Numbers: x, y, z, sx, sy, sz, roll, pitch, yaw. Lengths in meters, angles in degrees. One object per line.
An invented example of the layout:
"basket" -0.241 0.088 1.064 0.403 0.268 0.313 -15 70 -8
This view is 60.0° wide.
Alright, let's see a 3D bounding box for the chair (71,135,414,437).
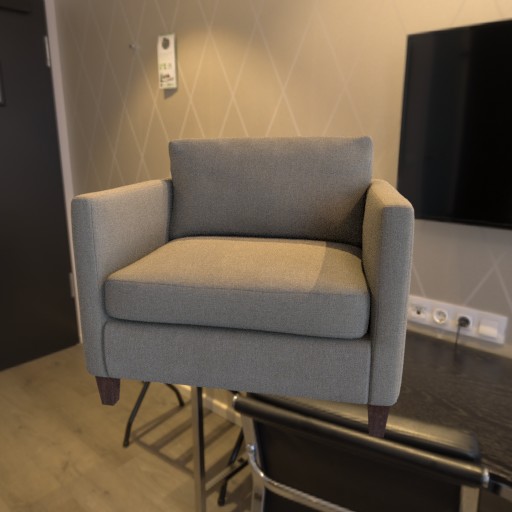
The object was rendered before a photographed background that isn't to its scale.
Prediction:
"chair" 0.000 0.000 1.819 1.107 0.963 0.959 3 14 11
